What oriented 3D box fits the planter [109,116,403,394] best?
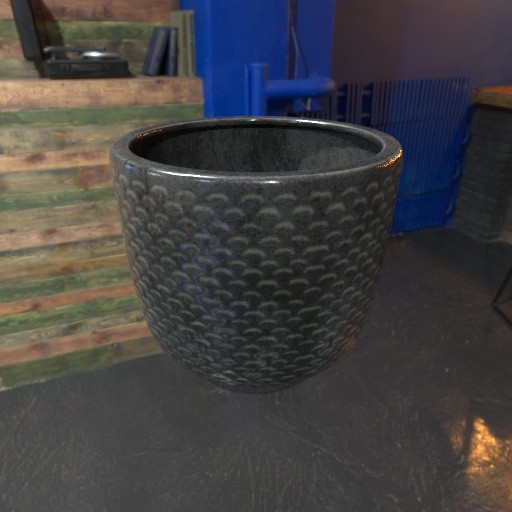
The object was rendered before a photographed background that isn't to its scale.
[{"bbox_3d":[0.000,0.000,0.245,0.140,0.129,0.140,0,26,0],"label":"planter"}]
